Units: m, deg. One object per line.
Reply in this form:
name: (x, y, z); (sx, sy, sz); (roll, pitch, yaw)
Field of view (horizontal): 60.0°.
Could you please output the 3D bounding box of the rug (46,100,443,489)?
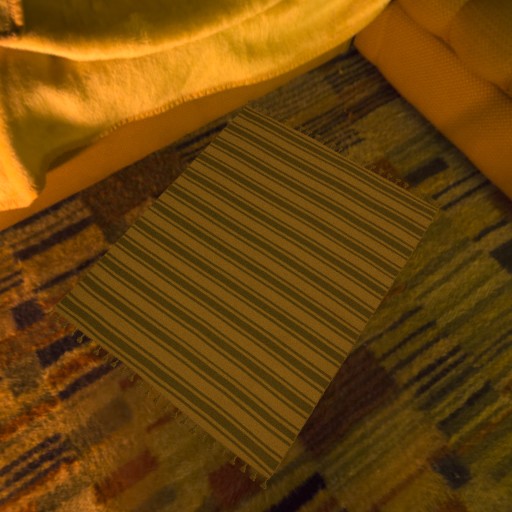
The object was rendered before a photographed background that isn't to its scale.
rug: (0.000, 0.000, 4.274); (2.439, 0.005, 3.201); (33, 69, 14)
